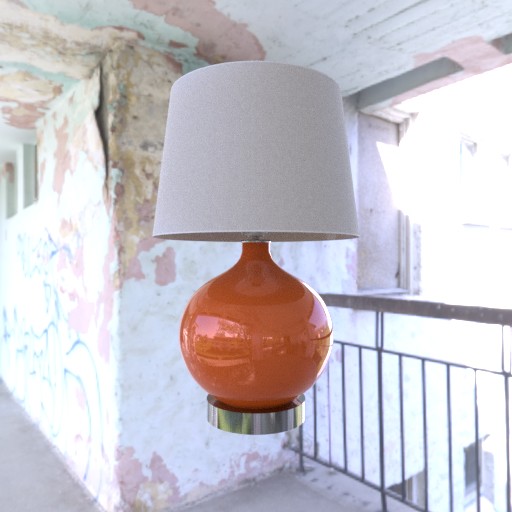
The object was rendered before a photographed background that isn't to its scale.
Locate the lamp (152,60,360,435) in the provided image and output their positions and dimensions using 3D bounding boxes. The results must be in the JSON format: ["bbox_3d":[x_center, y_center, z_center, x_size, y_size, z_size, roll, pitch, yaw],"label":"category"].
[{"bbox_3d":[0.000,0.000,0.540,0.247,0.387,0.247,0,0,0],"label":"lamp"}]
